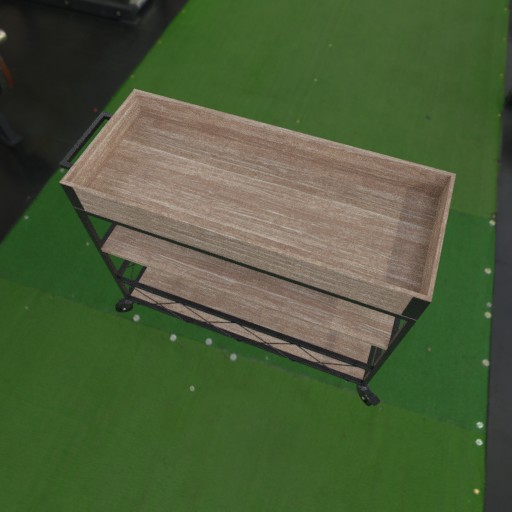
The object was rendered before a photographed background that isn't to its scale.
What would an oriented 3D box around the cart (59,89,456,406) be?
[{"bbox_3d":[0.000,0.000,1.497,1.101,0.787,0.500,18,60,11],"label":"cart"}]
